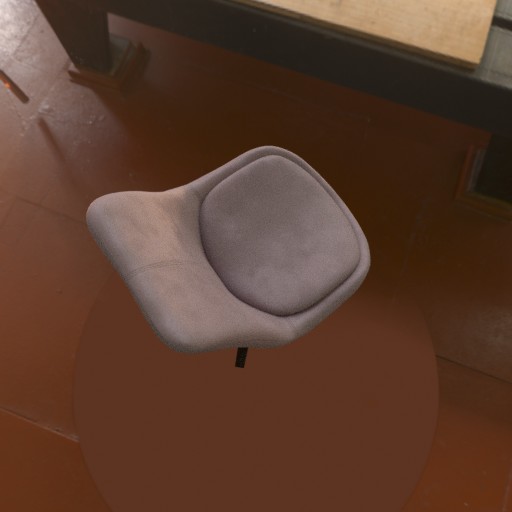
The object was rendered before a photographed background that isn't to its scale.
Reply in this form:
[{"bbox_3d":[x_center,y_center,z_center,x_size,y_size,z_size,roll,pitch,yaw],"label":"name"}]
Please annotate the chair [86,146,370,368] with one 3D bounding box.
[{"bbox_3d":[0.000,0.000,1.182,0.547,0.865,0.483,-34,78,-9],"label":"chair"}]
